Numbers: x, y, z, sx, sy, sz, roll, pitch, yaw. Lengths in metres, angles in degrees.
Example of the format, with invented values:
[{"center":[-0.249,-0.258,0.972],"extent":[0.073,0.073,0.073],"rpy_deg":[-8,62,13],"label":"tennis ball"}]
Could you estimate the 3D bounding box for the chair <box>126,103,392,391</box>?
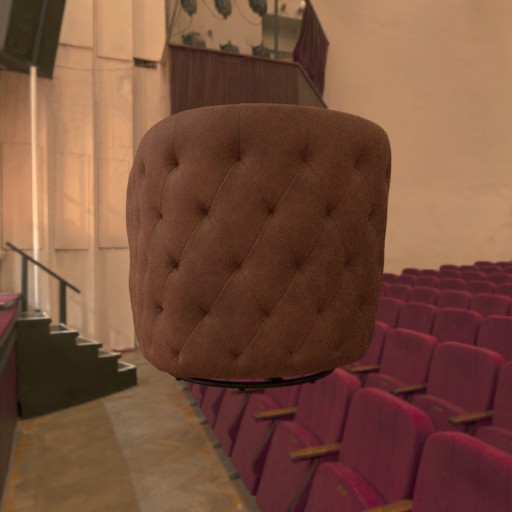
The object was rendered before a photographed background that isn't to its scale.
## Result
[{"center":[0.000,0.000,1.549],"extent":[0.850,0.790,0.870],"rpy_deg":[0,1,-18],"label":"chair"}]
